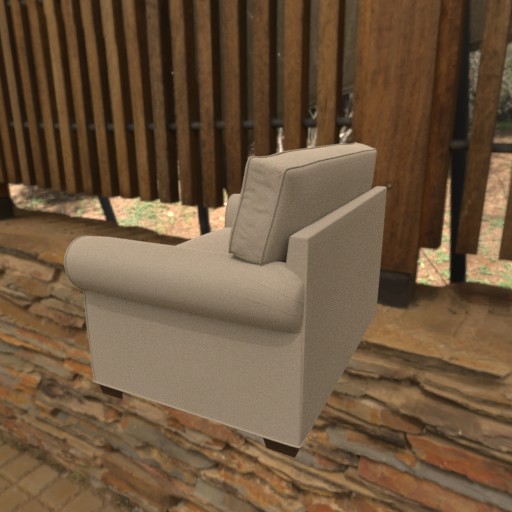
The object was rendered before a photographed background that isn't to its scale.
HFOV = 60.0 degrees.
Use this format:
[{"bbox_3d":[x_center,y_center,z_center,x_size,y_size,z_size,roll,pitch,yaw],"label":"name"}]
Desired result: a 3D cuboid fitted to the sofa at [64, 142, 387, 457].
[{"bbox_3d":[0.000,0.000,2.073,0.937,1.006,1.405,8,18,25],"label":"sofa"}]
